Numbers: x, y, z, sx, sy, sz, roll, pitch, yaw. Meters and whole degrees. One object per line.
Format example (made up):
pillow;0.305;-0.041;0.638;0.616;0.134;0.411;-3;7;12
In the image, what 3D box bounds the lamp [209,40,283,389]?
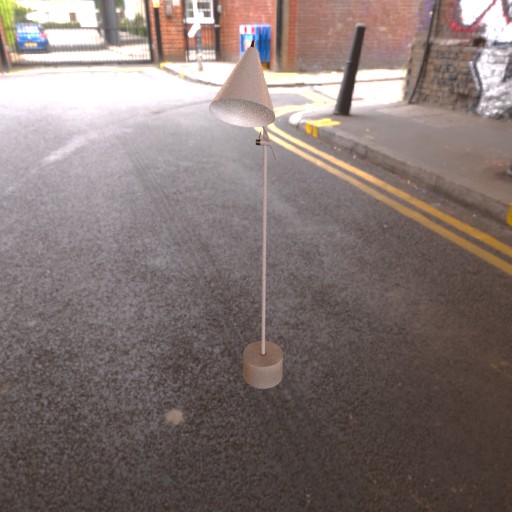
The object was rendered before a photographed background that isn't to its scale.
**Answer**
lamp;0.000;0.000;1.630;0.223;1.430;0.508;9;29;16
